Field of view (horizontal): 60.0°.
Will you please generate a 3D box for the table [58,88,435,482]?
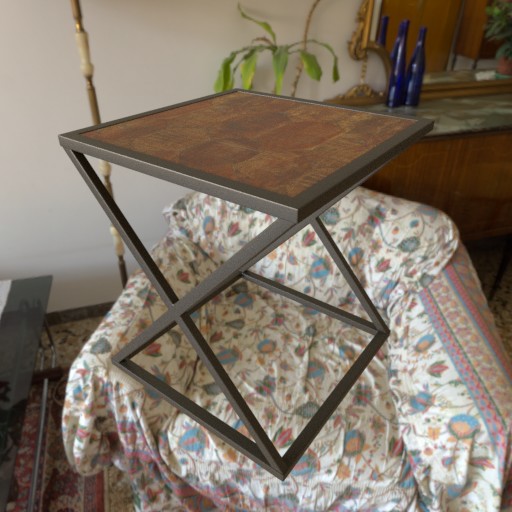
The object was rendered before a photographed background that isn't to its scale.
[{"bbox_3d":[0.000,0.000,0.971,0.500,0.565,0.500,22,38,31],"label":"table"}]
